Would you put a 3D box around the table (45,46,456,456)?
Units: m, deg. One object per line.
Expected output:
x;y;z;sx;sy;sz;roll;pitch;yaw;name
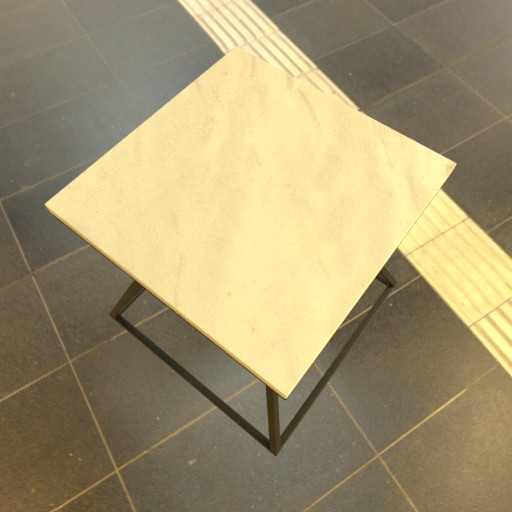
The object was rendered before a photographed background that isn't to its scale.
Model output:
0.000;0.000;0.802;0.455;0.431;0.455;35;68;17;table
